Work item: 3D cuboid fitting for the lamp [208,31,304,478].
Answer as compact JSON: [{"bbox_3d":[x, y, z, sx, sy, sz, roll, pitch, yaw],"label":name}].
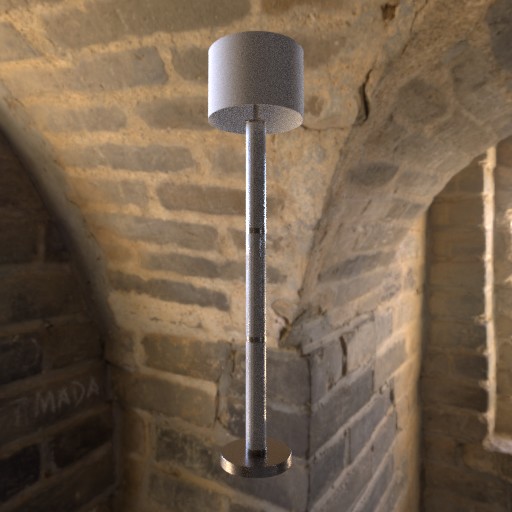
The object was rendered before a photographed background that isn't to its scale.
[{"bbox_3d":[0.000,0.000,1.742,0.377,1.599,0.377,0,-1,-16],"label":"lamp"}]
